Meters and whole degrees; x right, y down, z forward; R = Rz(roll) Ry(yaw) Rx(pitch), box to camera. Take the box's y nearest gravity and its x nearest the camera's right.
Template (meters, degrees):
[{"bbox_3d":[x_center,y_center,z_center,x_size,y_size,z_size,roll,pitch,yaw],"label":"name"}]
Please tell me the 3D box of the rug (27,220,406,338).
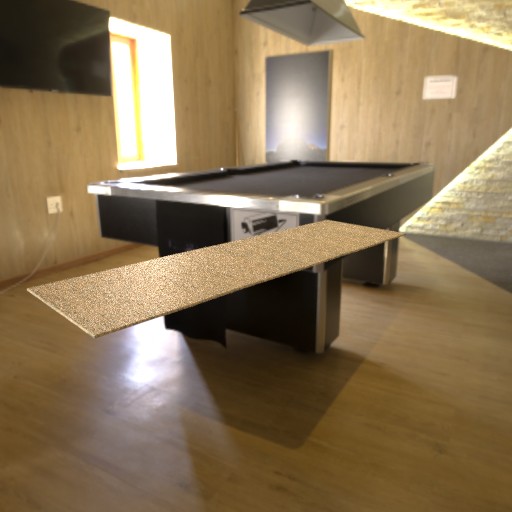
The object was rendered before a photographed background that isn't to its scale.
[{"bbox_3d":[0.000,0.000,2.579,2.290,0.014,0.700,-15,22,-43],"label":"rug"}]
